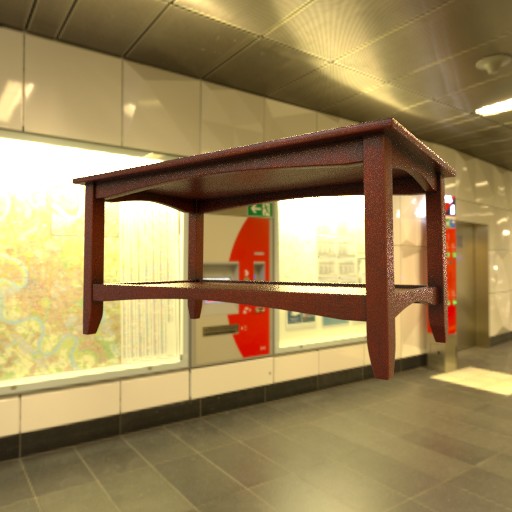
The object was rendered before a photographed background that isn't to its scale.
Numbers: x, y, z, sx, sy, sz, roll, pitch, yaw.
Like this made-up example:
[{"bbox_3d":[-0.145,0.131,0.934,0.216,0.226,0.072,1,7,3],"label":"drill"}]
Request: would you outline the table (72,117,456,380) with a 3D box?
[{"bbox_3d":[0.000,0.000,1.239,0.943,0.456,0.533,-1,-1,35],"label":"table"}]
